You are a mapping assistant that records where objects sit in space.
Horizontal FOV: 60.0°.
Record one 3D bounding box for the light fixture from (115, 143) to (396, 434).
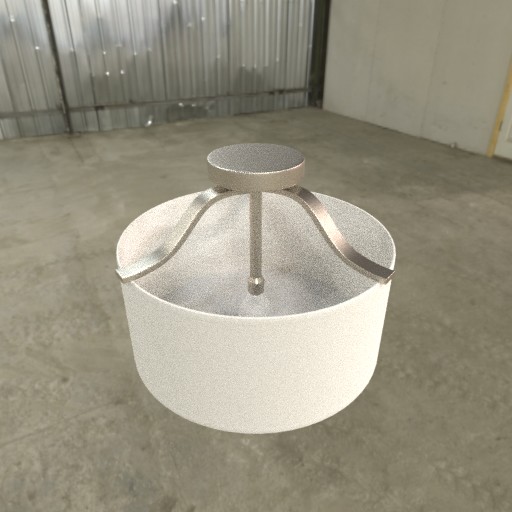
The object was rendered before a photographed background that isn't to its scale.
[{"bbox_3d":[0.000,0.000,0.652,0.395,0.304,0.395,0,30,0],"label":"light fixture"}]
